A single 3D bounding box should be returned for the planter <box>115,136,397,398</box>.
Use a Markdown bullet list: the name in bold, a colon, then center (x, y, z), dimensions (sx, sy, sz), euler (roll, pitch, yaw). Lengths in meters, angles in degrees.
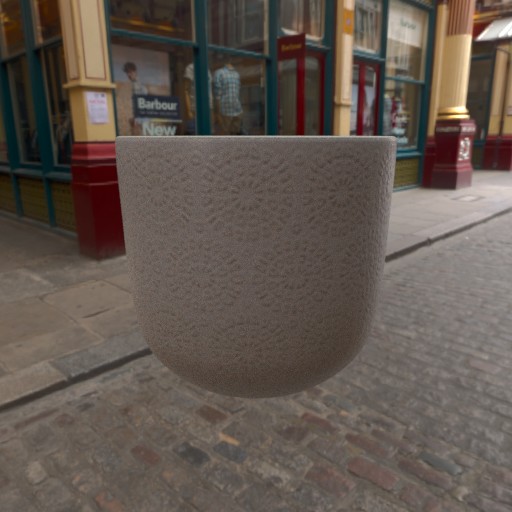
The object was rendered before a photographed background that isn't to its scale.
- **planter**: center (0.000, 0.000, 0.365), dimensions (0.208, 0.190, 0.208), euler (0, 15, 0)
